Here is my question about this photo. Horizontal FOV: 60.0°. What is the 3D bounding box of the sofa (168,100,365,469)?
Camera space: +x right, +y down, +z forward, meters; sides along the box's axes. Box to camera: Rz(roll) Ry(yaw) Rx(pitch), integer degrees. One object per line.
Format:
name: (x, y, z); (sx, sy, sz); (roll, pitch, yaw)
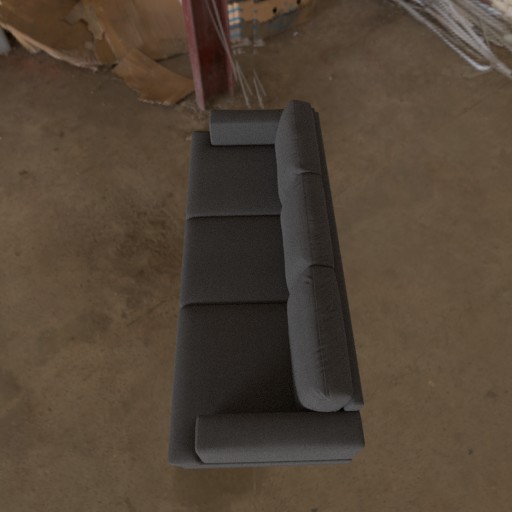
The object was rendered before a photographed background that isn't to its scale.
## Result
sofa: (0.000, 0.000, 2.722); (0.920, 0.810, 2.310); (-1, 57, -1)
